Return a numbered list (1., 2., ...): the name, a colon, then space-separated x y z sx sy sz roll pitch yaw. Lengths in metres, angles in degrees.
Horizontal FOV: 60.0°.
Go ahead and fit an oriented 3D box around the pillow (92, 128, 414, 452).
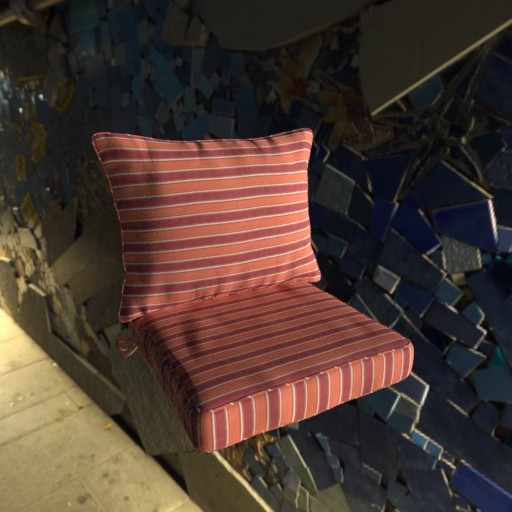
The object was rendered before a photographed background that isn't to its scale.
1. pillow: 0.000 0.000 1.359 0.799 0.723 0.733 -10 21 -27
